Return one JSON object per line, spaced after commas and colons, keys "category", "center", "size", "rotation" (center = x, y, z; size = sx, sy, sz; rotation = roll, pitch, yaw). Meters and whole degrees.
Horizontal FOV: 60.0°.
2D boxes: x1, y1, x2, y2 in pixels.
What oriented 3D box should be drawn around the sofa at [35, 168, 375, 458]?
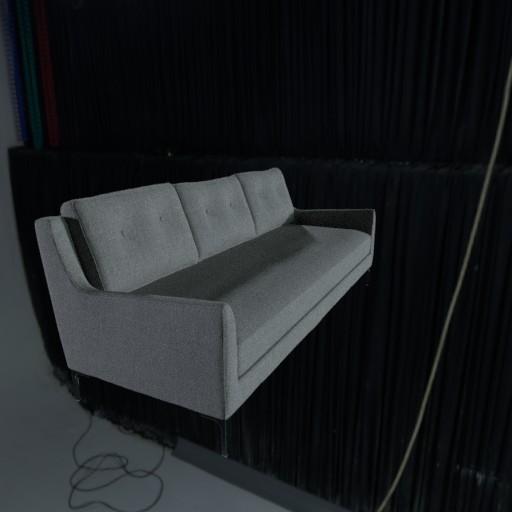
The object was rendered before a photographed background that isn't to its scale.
{"category": "sofa", "center": [0.000, 0.000, 2.442], "size": [0.849, 0.837, 2.060], "rotation": [8, 17, 26]}
